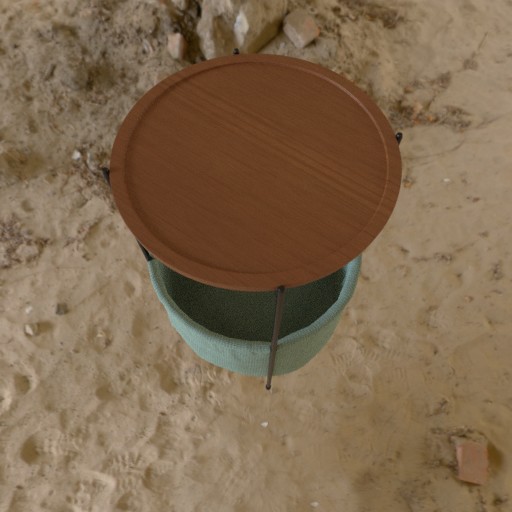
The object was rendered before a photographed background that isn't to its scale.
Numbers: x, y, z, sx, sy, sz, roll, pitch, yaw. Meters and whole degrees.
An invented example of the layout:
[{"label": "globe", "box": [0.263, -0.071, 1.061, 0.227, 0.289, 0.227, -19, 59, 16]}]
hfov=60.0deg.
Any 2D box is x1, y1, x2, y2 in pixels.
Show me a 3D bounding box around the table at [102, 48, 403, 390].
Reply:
[{"label": "table", "box": [0.000, 0.000, 0.866, 0.400, 0.623, 0.400, 33, 68, 15]}]
